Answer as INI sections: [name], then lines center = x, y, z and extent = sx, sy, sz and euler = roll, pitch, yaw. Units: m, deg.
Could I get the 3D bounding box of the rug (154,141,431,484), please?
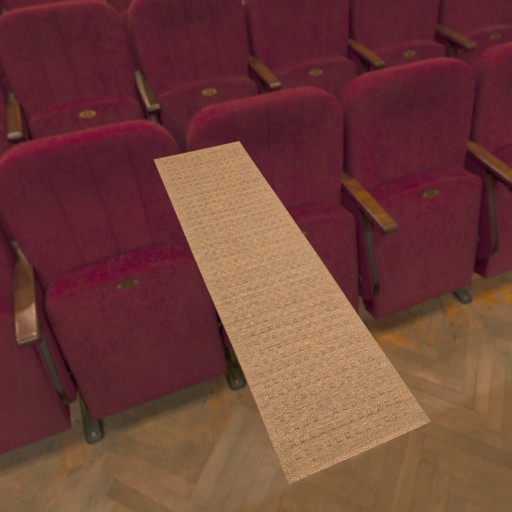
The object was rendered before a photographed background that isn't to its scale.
[rug]
center = 0.000, 0.000, 2.637
extent = 0.688, 0.005, 2.437
euler = -16, 48, -15
